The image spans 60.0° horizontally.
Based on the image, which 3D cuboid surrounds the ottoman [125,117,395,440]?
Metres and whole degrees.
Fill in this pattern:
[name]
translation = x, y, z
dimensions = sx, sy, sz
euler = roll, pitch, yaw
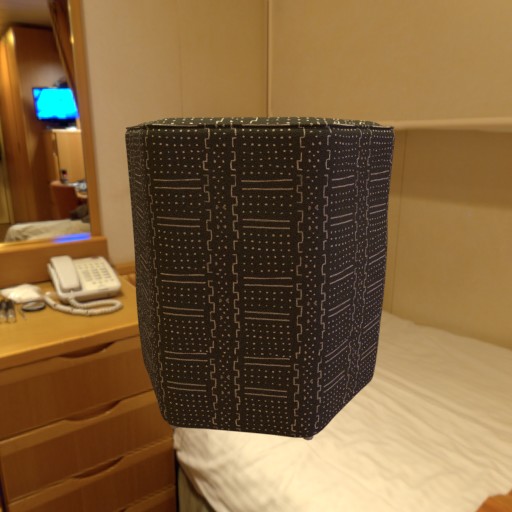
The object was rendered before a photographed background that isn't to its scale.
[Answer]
[ottoman]
translation = 0.000, 0.000, 0.863
dimensions = 0.494, 0.502, 0.443
euler = 2, 15, 8
